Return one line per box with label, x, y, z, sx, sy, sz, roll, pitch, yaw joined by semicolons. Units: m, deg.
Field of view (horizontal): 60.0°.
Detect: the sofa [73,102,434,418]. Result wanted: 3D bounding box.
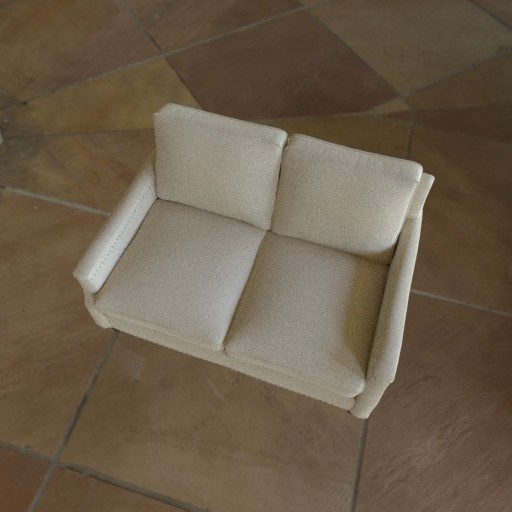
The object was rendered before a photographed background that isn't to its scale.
sofa;0.000;0.000;2.359;1.597;1.003;1.084;17;60;10
